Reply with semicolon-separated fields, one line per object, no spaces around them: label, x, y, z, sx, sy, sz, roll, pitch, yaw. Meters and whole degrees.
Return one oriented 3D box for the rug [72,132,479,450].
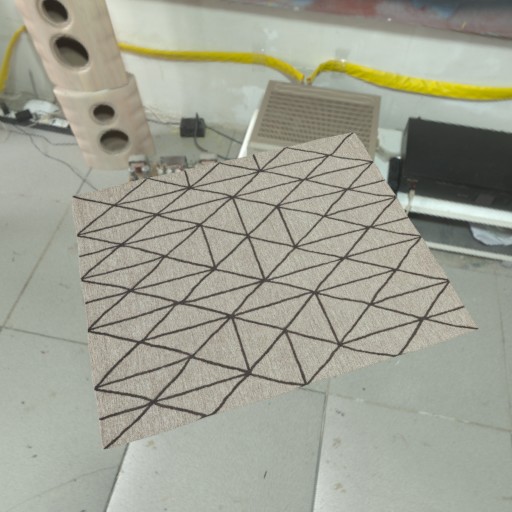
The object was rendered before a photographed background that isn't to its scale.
rug;0.000;0.000;3.989;3.061;0.022;2.468;-15;58;-9
